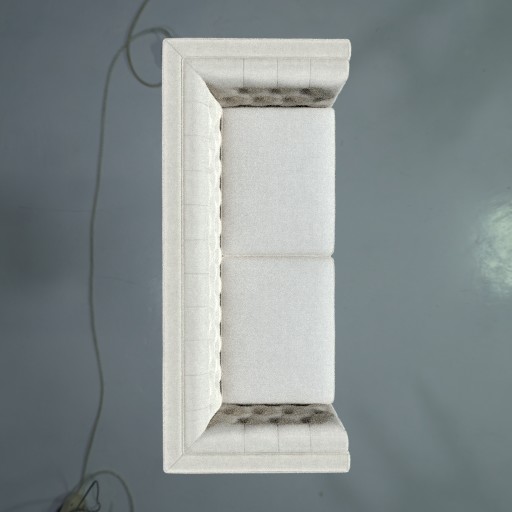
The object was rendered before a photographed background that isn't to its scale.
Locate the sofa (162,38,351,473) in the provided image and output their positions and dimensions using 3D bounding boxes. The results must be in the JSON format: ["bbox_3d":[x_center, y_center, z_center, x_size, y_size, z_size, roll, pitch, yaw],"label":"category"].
[{"bbox_3d":[0.000,0.000,2.184,0.775,0.762,1.778,0,91,-1],"label":"sofa"}]
